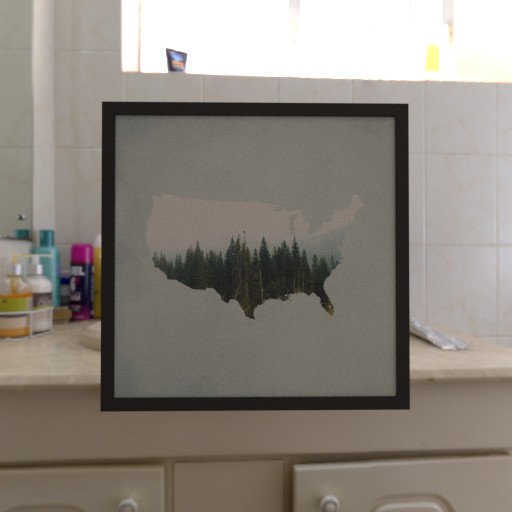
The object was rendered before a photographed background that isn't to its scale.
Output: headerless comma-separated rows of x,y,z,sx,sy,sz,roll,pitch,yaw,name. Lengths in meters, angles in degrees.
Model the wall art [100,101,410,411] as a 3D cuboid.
0.000,0.000,0.752,0.509,0.509,0.040,0,-1,-1,wall art
